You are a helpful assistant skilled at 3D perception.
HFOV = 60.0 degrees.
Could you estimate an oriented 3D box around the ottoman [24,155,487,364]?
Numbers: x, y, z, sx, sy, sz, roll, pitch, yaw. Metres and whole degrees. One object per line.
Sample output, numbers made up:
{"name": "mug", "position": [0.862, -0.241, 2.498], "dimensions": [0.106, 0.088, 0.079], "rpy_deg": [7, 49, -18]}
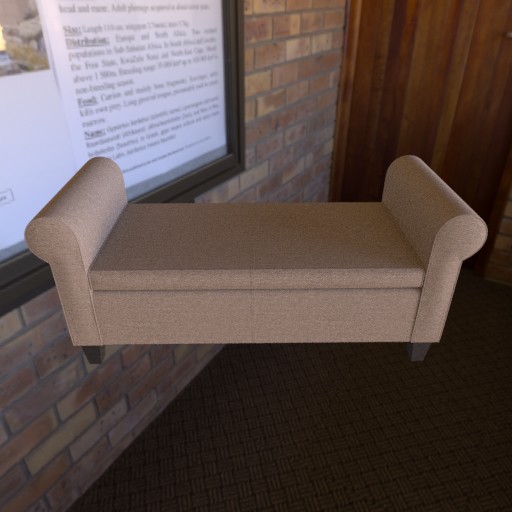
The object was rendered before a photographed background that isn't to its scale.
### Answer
{"name": "ottoman", "position": [0.000, 0.000, 1.522], "dimensions": [1.256, 0.547, 0.521], "rpy_deg": [0, 31, -1]}
